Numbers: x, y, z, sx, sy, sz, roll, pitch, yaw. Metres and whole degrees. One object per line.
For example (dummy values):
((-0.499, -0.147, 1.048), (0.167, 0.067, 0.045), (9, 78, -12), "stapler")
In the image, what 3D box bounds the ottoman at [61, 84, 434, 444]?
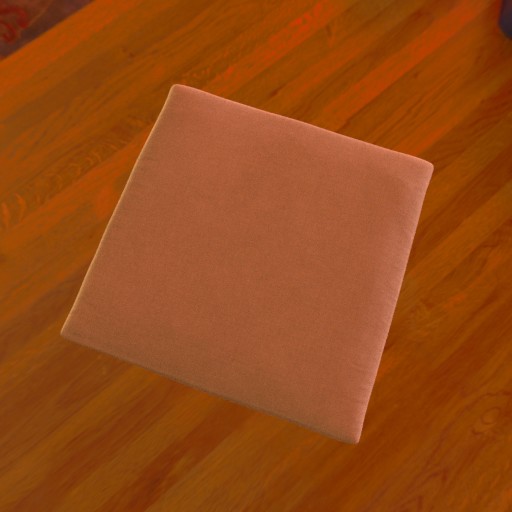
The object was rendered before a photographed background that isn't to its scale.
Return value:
((0.000, 0.000, 1.861), (1.203, 0.517, 1.171), (19, 76, 5), "ottoman")
